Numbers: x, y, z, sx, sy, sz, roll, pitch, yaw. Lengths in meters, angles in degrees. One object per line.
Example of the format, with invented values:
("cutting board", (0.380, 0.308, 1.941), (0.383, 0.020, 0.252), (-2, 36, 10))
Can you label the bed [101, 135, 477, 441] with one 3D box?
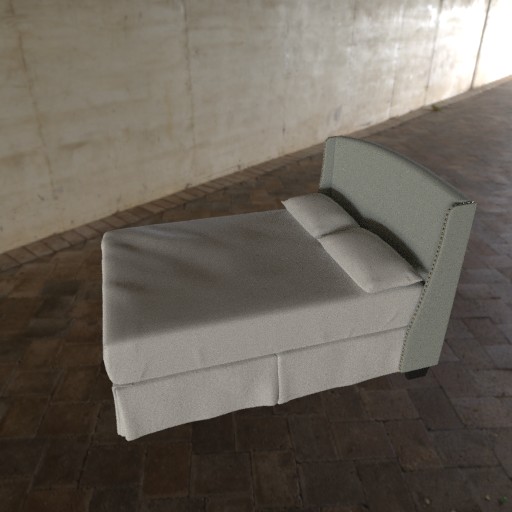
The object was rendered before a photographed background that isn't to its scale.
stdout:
("bed", (0.000, 0.000, 3.304), (2.237, 1.407, 1.710), (-8, 30, -15))
